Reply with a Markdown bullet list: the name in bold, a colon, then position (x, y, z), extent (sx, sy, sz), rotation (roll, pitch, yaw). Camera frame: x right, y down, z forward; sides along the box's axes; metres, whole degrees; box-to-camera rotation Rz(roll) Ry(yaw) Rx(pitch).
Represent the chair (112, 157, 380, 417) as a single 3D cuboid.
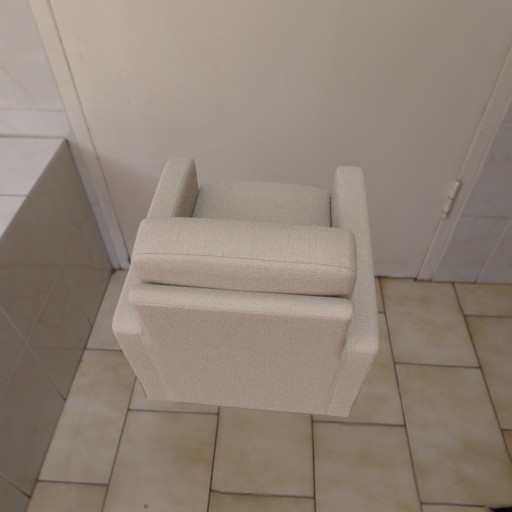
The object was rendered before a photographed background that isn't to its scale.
- **chair**: position (0.000, 0.000, 1.557), extent (0.755, 0.827, 0.888), rotation (4, 47, 4)
